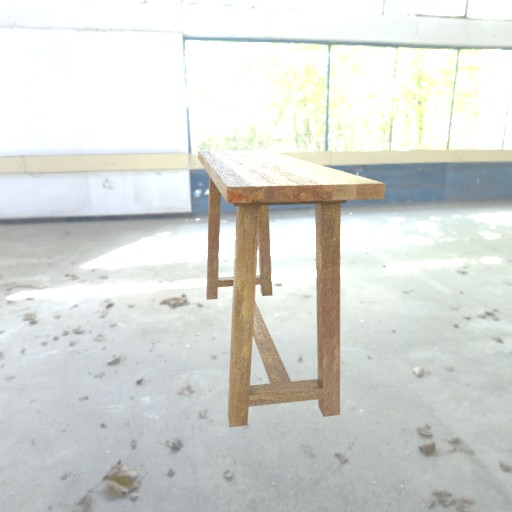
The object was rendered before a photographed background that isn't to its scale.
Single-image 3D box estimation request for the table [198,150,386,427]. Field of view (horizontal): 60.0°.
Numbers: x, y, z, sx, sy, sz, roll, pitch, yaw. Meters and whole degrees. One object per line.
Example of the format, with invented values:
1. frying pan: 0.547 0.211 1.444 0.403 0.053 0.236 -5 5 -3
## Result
1. table: 0.000 0.000 1.928 0.405 0.810 1.524 -3 17 -9
